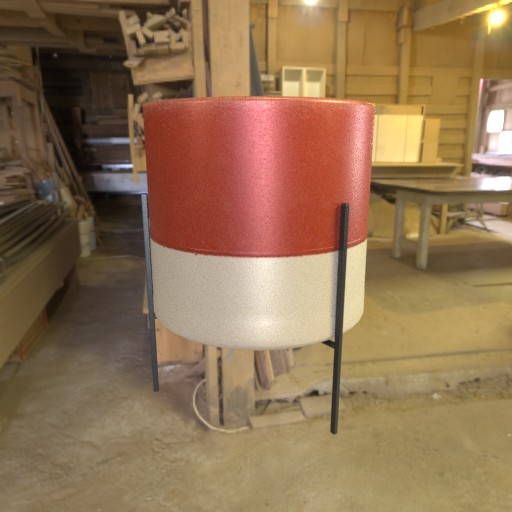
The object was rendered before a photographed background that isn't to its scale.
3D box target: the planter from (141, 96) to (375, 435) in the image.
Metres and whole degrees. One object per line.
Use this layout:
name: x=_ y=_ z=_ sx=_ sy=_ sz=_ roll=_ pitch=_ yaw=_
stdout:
planter: x=0.000 y=0.000 z=0.727 sx=0.354 sy=0.465 sz=0.345 roll=-2 pitch=15 yaw=-8
